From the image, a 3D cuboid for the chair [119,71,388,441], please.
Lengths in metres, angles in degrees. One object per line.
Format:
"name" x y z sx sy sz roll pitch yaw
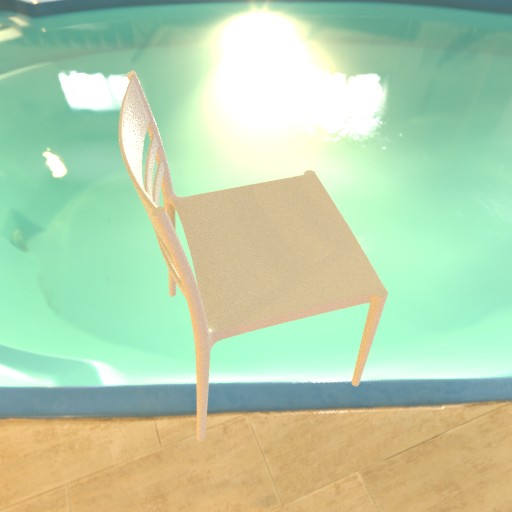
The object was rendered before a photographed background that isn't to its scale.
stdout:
"chair" 0.000 0.000 1.123 0.511 0.800 0.531 -12 49 -11
